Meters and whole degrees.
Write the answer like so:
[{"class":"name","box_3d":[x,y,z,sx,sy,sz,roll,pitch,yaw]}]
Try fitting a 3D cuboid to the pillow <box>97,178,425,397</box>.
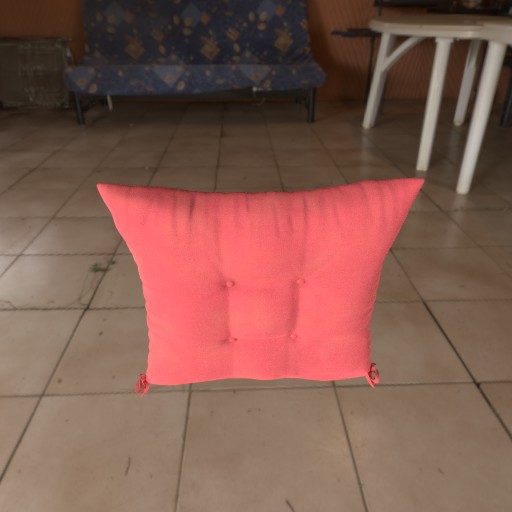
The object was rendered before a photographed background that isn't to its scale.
[{"class":"pillow","box_3d":[0.000,0.000,1.017,0.541,0.536,0.585,-2,29,-3]}]
